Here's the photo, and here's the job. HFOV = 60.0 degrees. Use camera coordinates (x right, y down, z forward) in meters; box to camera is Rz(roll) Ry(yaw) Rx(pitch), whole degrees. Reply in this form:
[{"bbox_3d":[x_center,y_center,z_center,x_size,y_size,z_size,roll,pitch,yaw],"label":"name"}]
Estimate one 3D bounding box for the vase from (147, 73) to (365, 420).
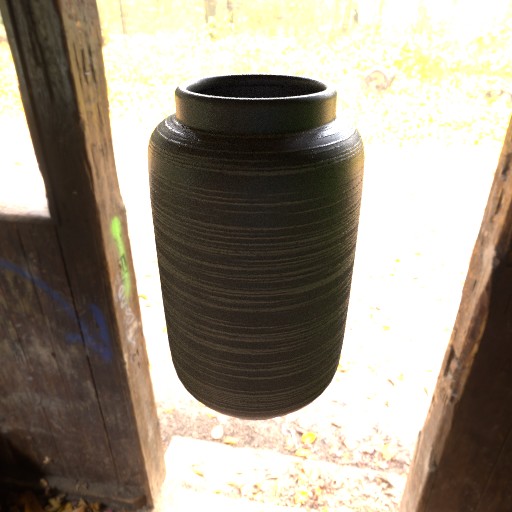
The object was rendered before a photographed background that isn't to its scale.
[{"bbox_3d":[0.000,0.000,0.682,0.297,0.499,0.297,0,30,0],"label":"vase"}]
